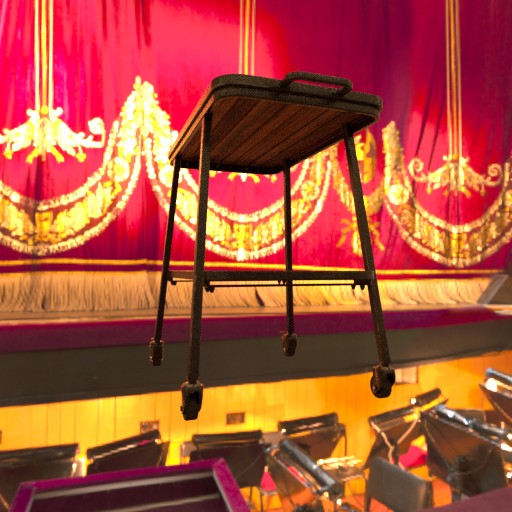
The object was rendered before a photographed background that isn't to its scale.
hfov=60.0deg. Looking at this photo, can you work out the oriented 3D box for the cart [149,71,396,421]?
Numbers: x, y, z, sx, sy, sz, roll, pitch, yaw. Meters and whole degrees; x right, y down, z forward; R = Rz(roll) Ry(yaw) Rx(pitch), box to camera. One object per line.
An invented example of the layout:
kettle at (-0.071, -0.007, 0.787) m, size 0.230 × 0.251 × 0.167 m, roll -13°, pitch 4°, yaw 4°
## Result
cart at (0.000, 0.000, 1.244) m, size 0.515 × 0.700 × 0.806 m, roll 1°, pitch -2°, yaw -20°
